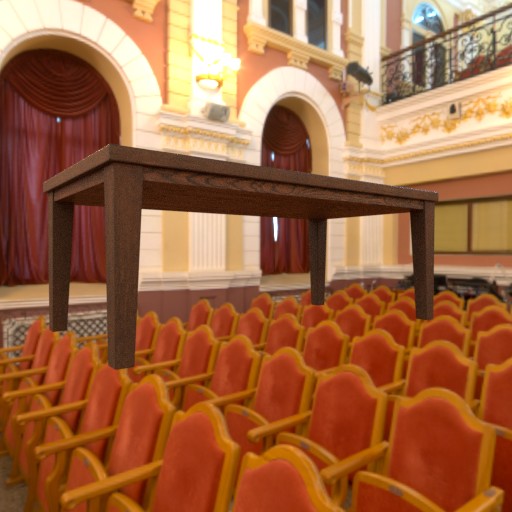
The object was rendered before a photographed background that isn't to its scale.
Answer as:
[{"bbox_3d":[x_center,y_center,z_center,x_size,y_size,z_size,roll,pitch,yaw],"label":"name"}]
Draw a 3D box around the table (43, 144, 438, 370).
[{"bbox_3d":[0.000,0.000,2.474,1.981,0.762,1.016,0,0,-37],"label":"table"}]
